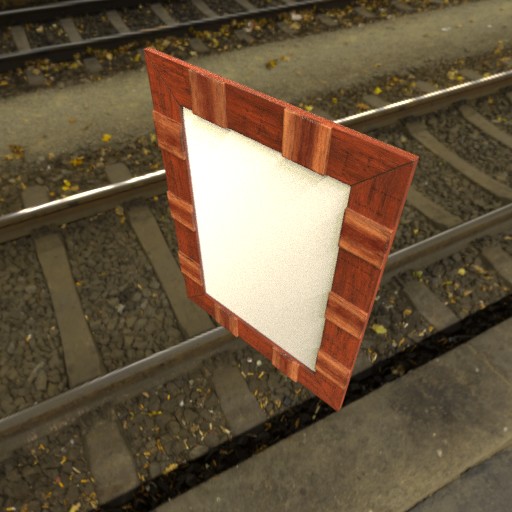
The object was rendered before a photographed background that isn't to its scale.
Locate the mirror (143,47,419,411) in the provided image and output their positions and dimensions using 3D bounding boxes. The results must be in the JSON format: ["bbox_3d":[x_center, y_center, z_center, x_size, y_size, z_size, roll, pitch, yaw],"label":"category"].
[{"bbox_3d":[0.000,0.000,1.053,0.600,0.805,0.021,32,54,27],"label":"mirror"}]
